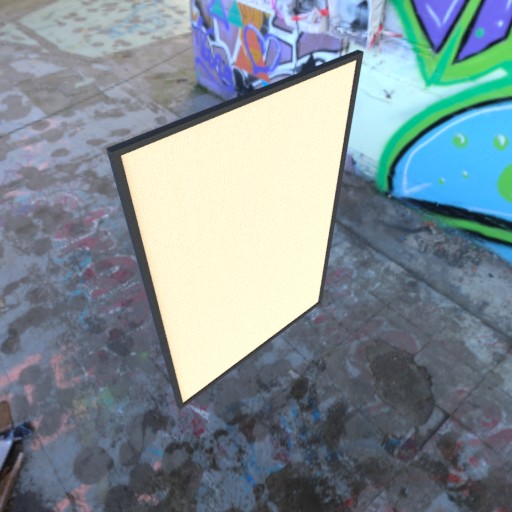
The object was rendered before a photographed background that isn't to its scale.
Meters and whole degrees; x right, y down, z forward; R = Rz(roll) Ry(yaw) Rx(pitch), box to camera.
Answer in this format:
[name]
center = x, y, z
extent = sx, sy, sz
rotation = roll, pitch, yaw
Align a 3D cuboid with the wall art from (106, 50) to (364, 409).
[wall art]
center = 0.000, 0.000, 0.862
extent = 0.460, 0.660, 0.013
rotation = -32, 53, -27
